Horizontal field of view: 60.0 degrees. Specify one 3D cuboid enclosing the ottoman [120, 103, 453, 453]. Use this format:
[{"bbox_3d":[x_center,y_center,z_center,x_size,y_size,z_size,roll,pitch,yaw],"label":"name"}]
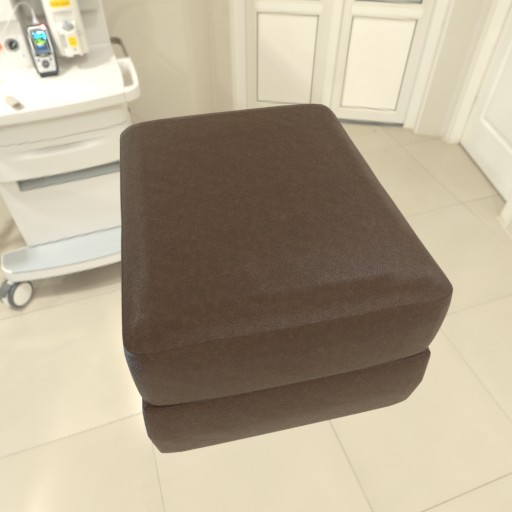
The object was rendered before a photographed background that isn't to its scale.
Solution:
[{"bbox_3d":[0.000,0.000,1.106,0.603,0.476,0.751,-9,47,-9],"label":"ottoman"}]
